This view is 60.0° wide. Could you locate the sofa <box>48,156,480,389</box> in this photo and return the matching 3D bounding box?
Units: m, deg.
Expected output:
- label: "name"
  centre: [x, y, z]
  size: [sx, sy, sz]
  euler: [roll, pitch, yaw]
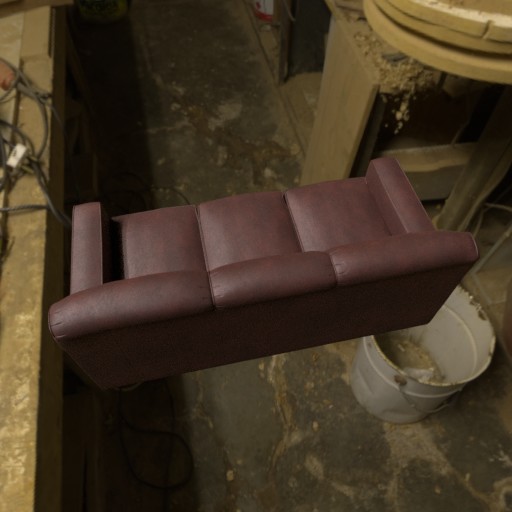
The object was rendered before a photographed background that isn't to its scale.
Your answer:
- label: "sofa"
  centre: [0.000, 0.000, 2.591]
  size: [2.039, 0.953, 1.008]
  euler: [-10, 57, -7]
